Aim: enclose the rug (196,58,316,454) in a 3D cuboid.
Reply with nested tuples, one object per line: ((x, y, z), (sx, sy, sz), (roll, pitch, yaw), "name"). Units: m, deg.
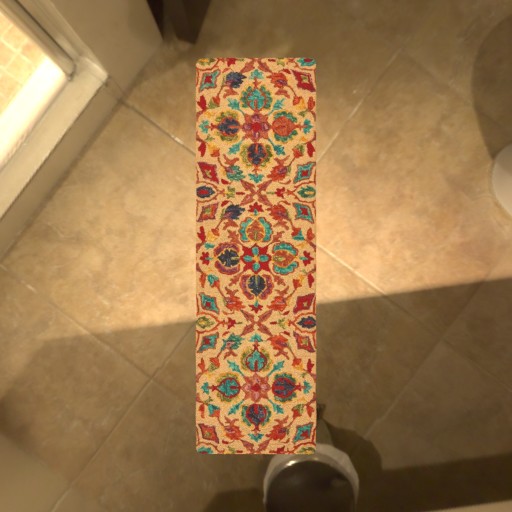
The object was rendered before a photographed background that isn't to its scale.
((0.000, 0.000, 2.547), (0.693, 0.016, 2.273), (0, 90, 1), "rug")
